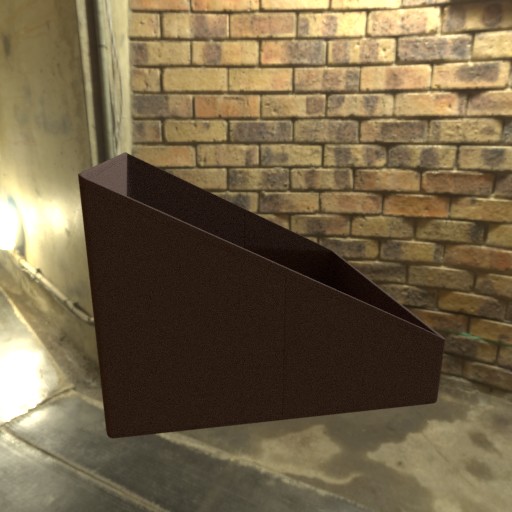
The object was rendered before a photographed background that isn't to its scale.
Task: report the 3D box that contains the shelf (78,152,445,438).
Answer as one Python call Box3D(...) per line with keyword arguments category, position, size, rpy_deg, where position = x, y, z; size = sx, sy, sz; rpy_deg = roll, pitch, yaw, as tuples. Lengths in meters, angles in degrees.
Box3D(category="shelf", position=(0.000, 0.000, 0.484), size=(0.292, 0.210, 0.292), rpy_deg=(-3, 16, -9))
